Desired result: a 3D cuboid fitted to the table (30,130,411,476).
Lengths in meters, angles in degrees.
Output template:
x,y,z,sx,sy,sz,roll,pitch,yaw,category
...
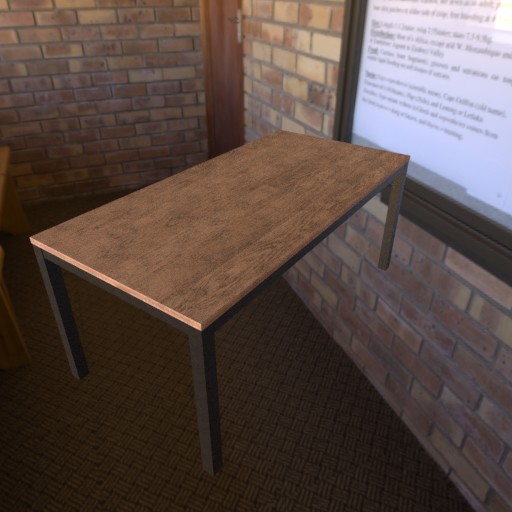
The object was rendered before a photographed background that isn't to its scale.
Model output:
x,y,z,sx,sy,sz,roll,pitch,yaw,category
0.000,0.000,2.344,0.893,0.767,1.805,21,37,30,table
